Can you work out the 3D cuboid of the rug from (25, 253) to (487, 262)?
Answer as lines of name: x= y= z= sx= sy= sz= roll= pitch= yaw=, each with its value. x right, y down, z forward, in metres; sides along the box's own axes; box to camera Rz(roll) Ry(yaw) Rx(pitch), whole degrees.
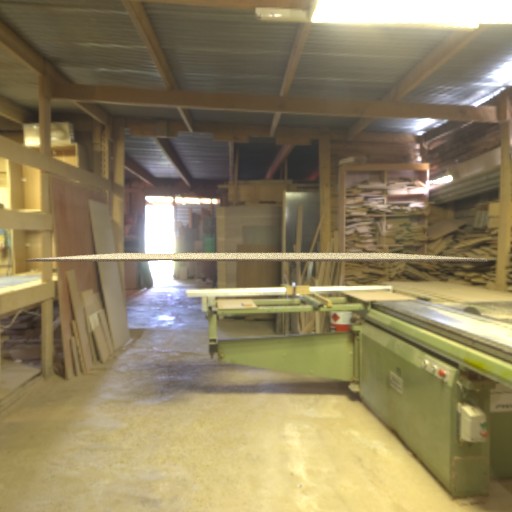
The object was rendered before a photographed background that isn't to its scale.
rug: x=0.000 y=0.000 z=2.775 sx=2.115 sy=0.013 sz=1.517 roll=0 pitch=1 yaw=-1
